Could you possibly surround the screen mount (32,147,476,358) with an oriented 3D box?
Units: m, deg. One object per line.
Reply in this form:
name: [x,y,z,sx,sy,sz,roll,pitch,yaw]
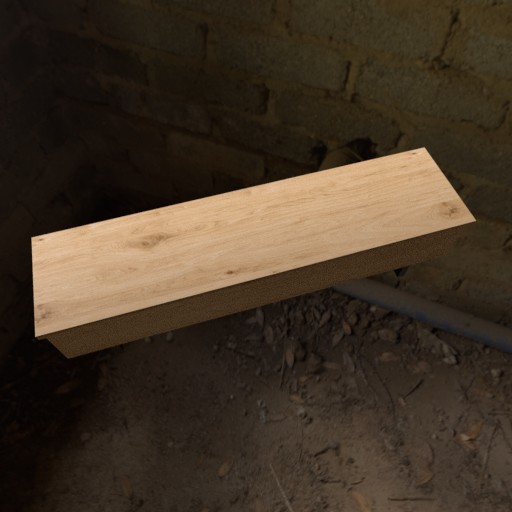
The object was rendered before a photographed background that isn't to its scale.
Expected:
screen mount: [0.000,0.000,1.932,1.700,0.430,0.450,-14,59,-9]
